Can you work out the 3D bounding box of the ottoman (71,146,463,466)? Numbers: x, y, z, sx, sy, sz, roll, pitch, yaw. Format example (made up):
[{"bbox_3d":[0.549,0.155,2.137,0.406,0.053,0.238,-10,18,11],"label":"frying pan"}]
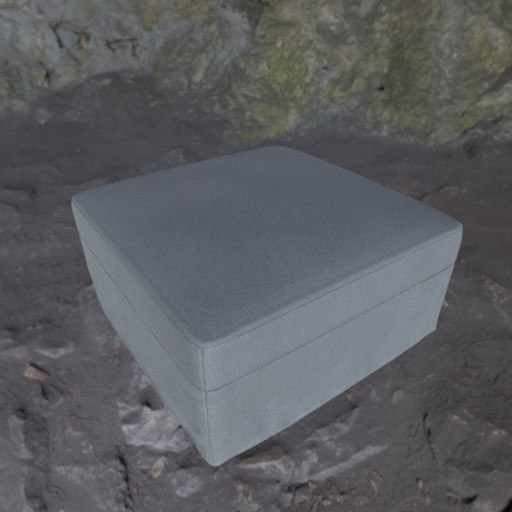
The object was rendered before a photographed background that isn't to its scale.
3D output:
[{"bbox_3d":[0.000,0.000,1.361,0.843,0.441,0.842,-21,38,-29],"label":"ottoman"}]
